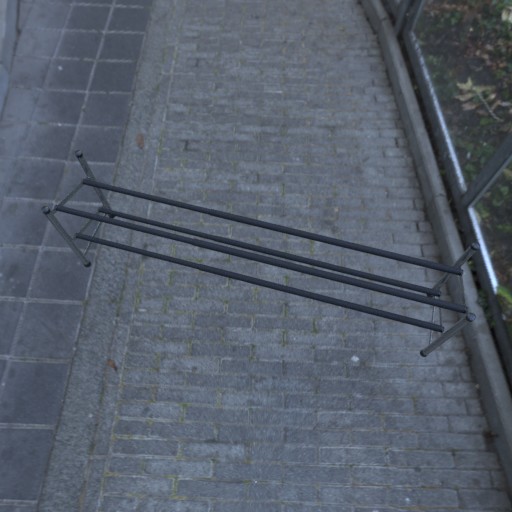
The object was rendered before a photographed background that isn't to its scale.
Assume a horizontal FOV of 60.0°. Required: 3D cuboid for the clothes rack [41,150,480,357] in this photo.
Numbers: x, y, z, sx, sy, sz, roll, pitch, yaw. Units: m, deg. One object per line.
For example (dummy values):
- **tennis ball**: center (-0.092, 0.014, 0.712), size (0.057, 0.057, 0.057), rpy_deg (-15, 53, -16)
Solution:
- **clothes rack**: center (0.000, 0.000, 1.344), size (1.168, 0.349, 0.229), rpy_deg (14, 64, 7)
